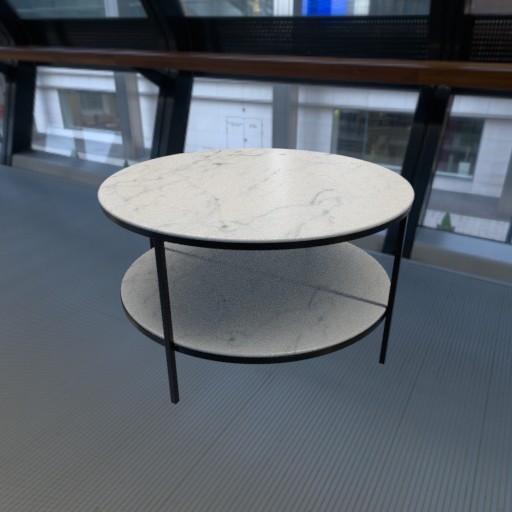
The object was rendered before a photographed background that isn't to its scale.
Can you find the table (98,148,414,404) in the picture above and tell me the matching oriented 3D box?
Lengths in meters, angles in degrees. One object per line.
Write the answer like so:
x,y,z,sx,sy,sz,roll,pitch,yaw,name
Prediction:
0.000,0.000,1.272,0.800,0.450,0.800,0,25,0,table
